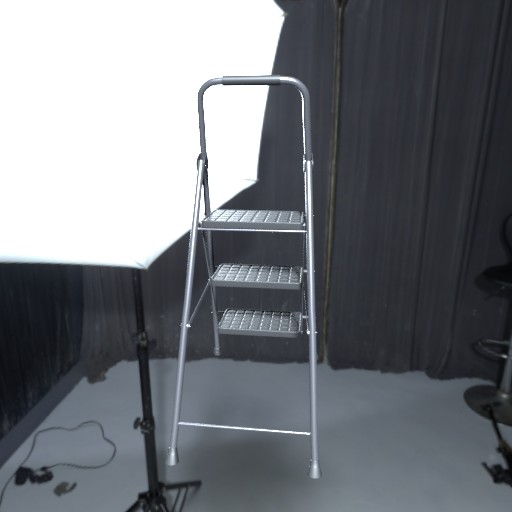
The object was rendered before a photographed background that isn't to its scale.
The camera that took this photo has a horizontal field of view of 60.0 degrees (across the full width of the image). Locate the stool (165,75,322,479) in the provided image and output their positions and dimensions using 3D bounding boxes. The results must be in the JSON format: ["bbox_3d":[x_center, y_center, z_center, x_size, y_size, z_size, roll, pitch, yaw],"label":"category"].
[{"bbox_3d":[0.000,0.000,1.506,0.473,1.121,0.733,2,16,7],"label":"stool"}]
